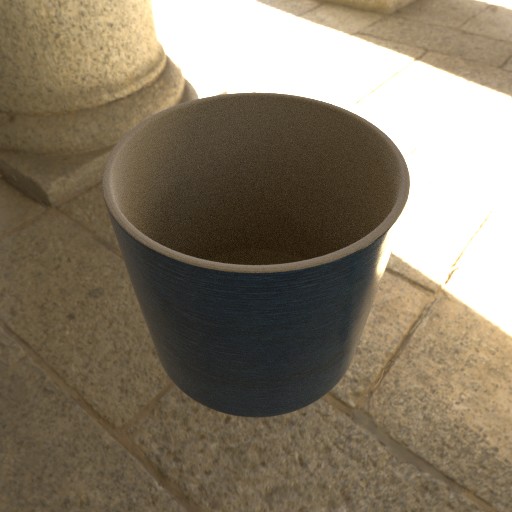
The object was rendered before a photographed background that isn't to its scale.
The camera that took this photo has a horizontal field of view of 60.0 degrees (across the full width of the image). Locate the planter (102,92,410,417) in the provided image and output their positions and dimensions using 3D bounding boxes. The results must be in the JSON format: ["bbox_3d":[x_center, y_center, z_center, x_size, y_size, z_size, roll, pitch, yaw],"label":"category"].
[{"bbox_3d":[0.000,0.000,0.398,0.221,0.201,0.221,0,46,0],"label":"planter"}]
